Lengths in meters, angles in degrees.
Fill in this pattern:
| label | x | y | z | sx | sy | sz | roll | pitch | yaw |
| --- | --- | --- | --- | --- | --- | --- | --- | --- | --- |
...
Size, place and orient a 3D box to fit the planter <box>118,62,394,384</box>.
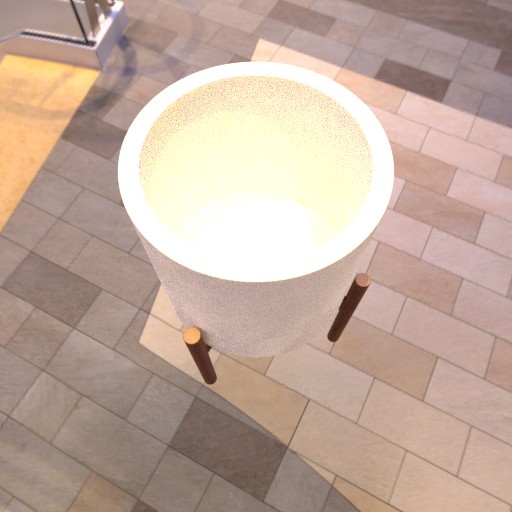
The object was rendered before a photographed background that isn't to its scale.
| label | x | y | z | sx | sy | sz | roll | pitch | yaw |
| --- | --- | --- | --- | --- | --- | --- | --- | --- | --- |
| planter | 0.000 | 0.000 | 0.973 | 0.417 | 0.670 | 0.417 | -17 | 64 | -8 |
